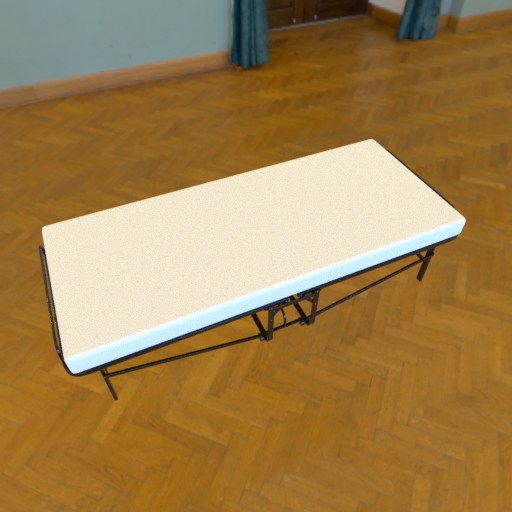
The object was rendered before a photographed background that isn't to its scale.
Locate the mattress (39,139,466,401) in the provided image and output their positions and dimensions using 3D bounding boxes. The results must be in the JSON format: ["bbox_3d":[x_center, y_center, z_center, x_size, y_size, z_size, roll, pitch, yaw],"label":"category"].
[{"bbox_3d":[0.000,0.000,2.531,2.153,0.519,0.922,-18,49,-16],"label":"mattress"}]
